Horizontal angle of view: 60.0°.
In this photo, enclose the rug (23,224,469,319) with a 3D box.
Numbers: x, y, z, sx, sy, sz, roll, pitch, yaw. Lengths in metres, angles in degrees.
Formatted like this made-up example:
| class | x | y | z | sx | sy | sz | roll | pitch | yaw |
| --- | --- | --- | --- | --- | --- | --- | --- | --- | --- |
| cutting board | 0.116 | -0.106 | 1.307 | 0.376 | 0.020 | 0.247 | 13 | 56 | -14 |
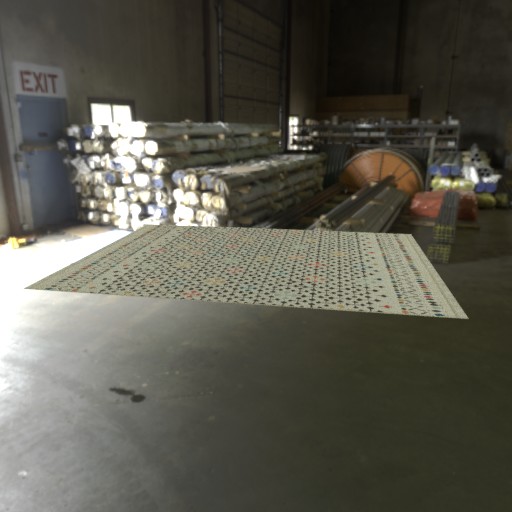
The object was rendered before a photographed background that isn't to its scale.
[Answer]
| class | x | y | z | sx | sy | sz | roll | pitch | yaw |
| --- | --- | --- | --- | --- | --- | --- | --- | --- | --- |
| rug | 0.000 | 0.000 | 4.233 | 3.196 | 0.007 | 2.354 | 3 | 17 | 10 |
